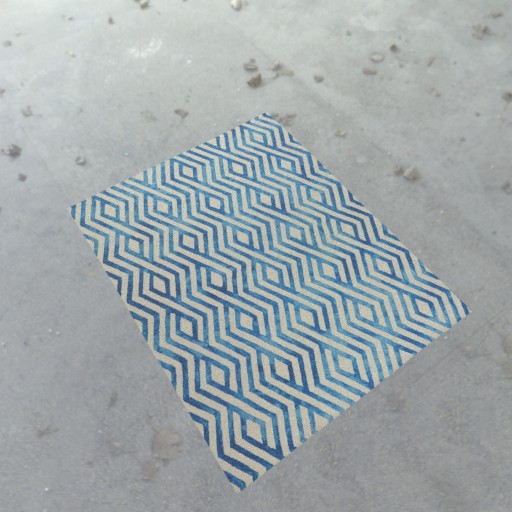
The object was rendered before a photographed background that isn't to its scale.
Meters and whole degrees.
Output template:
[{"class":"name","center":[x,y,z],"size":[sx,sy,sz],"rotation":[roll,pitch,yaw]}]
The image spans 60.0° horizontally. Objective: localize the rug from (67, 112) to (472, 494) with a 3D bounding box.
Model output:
[{"class":"rug","center":[0.000,0.000,4.125],"size":[2.453,0.008,3.059],"rotation":[-31,64,-17]}]
